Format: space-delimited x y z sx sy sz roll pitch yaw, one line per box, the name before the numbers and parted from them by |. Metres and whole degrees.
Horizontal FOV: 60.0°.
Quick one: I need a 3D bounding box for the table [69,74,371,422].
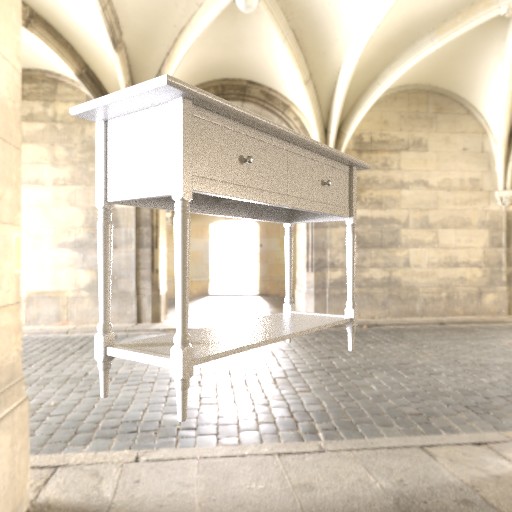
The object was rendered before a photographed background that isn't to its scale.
table | 0.000 0.000 1.571 0.384 0.808 1.197 0 0 36
